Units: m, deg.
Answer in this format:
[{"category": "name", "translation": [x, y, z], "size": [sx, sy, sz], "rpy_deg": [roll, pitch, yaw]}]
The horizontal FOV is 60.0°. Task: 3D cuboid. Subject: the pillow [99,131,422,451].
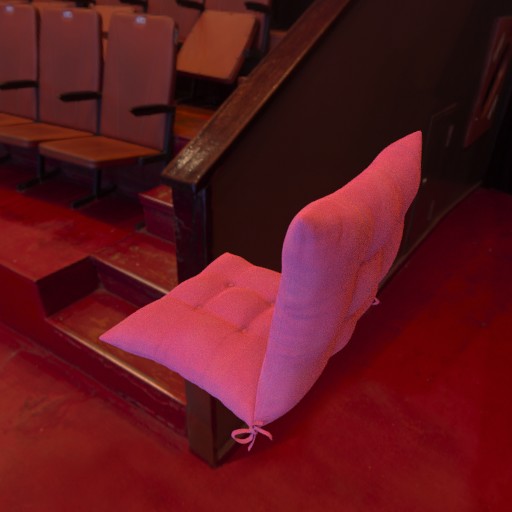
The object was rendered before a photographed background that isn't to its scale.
[{"category": "pillow", "translation": [0.000, 0.000, 1.002], "size": [0.585, 0.536, 0.541], "rpy_deg": [20, 37, 29]}]
